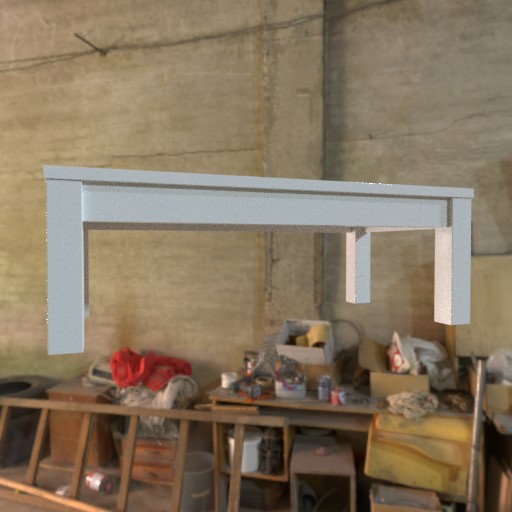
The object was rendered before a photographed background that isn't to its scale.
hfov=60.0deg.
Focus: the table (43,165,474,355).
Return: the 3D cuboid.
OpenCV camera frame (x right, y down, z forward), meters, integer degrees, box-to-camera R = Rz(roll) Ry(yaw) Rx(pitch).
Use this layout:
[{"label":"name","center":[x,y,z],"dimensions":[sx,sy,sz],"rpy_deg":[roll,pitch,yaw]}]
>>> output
[{"label":"table","center":[0.000,0.000,1.642],"dimensions":[1.350,0.470,0.700],"rpy_deg":[0,1,-19]}]
